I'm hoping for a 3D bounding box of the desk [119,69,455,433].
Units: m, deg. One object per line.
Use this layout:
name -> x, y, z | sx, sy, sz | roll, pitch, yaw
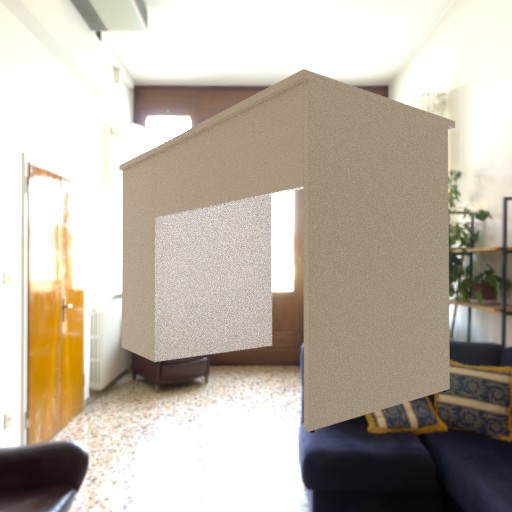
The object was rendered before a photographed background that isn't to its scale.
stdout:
desk -> 0.000, 0.000, 1.494 | 0.560, 0.735, 1.097 | 1, -1, -36
